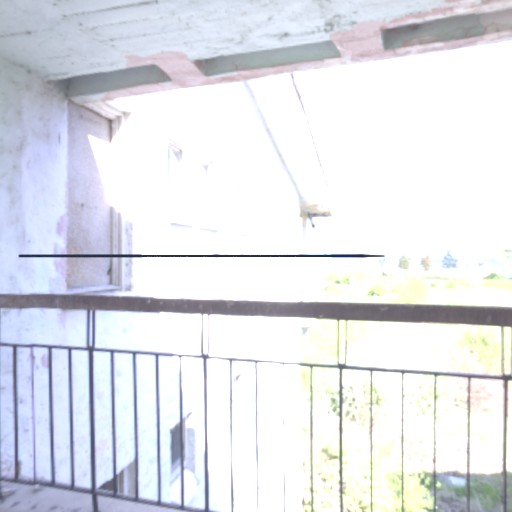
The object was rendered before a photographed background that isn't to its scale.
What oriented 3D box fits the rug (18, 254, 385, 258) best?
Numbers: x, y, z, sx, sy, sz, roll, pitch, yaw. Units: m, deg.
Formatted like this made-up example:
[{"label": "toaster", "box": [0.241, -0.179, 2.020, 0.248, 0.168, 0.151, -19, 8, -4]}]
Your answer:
[{"label": "rug", "box": [0.000, 0.000, 2.847, 1.526, 0.014, 2.290, 0, 0, 18]}]
